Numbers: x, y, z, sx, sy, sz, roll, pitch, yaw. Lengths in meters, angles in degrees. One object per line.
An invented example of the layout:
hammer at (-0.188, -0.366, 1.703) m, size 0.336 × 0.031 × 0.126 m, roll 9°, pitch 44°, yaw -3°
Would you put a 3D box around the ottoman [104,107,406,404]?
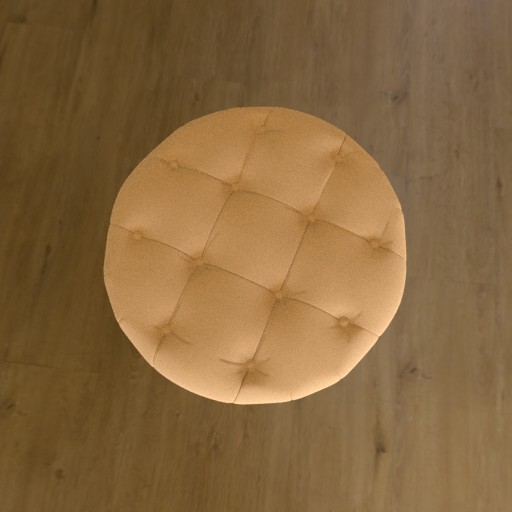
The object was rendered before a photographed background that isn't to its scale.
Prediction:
ottoman at (0.000, 0.000, 1.437) m, size 0.901 × 0.439 × 0.901 m, roll 0°, pitch 75°, yaw 0°
